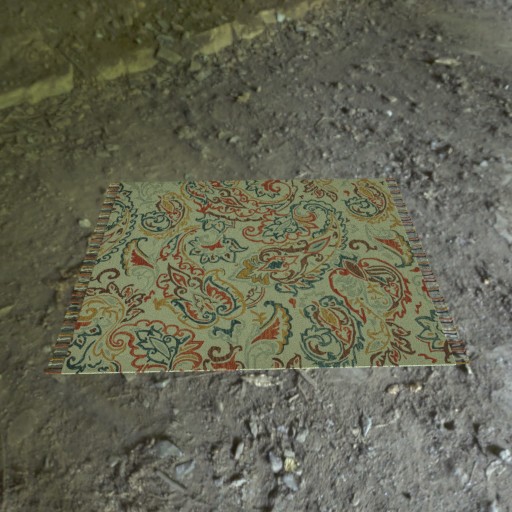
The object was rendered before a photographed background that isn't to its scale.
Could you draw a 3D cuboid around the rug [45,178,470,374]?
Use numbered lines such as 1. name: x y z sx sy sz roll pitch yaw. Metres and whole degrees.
1. rug: 0.000 0.000 4.261 3.274 0.015 2.439 -1 46 -1
